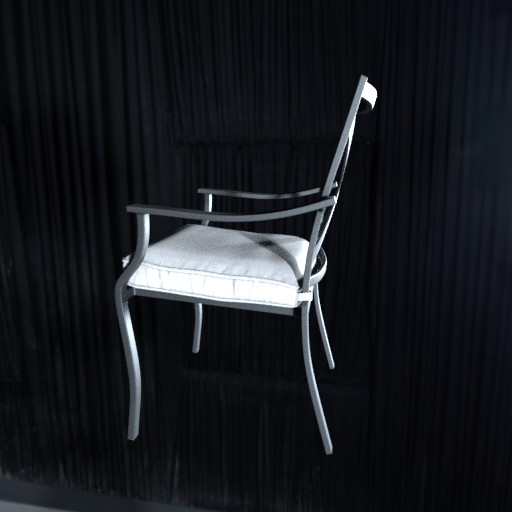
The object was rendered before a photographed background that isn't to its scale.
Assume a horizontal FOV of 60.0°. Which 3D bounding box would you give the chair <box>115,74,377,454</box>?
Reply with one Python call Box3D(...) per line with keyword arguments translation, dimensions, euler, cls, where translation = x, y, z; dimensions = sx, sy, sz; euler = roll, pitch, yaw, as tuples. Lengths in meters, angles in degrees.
Box3D(translation=(0.000, 0.000, 1.280), dimensions=(0.620, 0.889, 0.575), euler=(2, 13, 10), cls="chair")
